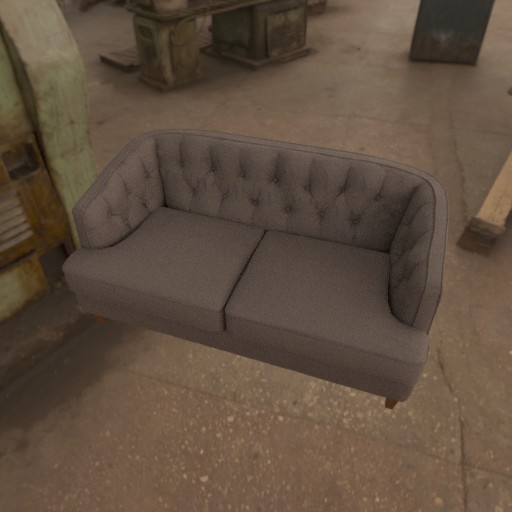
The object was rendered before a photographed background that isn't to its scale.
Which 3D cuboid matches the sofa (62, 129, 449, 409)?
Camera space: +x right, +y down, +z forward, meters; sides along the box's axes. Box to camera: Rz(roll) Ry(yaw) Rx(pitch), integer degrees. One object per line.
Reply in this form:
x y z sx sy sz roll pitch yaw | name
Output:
0.000 0.000 2.278 1.733 0.855 0.941 13 42 14 | sofa
